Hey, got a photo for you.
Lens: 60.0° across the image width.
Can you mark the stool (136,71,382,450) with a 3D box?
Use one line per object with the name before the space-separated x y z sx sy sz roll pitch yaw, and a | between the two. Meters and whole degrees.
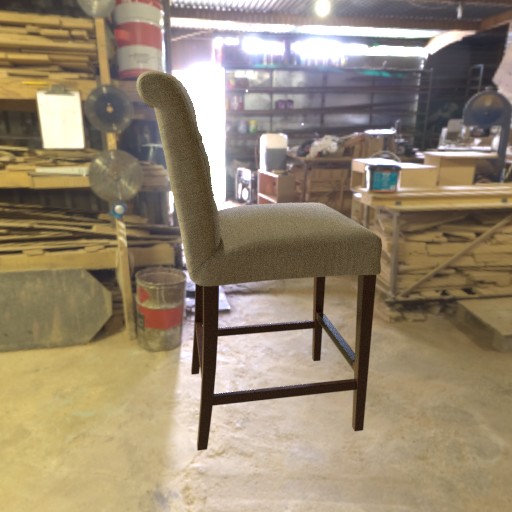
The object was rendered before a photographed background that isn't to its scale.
stool | 0.000 0.000 1.447 0.660 1.084 0.486 -3 18 -10
